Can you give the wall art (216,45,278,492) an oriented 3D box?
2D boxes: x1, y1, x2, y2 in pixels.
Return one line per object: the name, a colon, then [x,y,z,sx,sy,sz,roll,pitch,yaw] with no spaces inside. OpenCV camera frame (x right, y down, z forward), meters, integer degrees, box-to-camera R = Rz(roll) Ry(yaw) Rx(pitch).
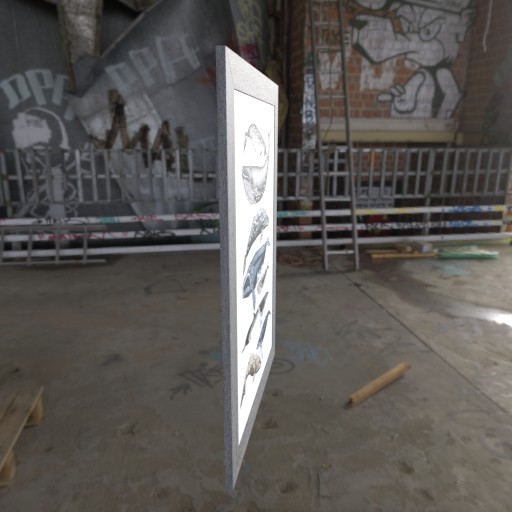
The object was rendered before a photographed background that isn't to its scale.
wall art: [0.000,0.000,1.382,0.020,1.070,0.768,3,16,10]
